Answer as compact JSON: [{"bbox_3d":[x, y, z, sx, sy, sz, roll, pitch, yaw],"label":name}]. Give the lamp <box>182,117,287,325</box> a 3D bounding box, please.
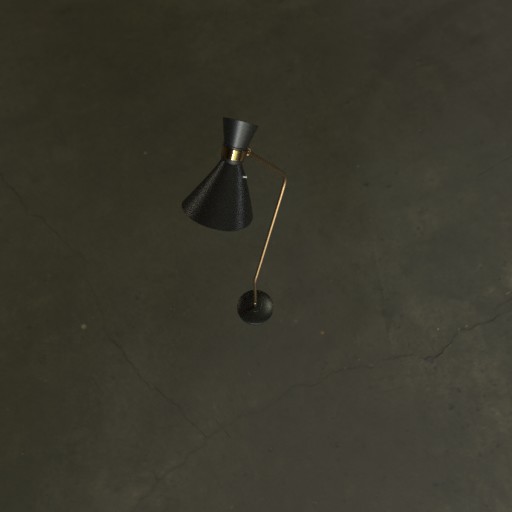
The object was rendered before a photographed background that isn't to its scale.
[{"bbox_3d":[0.000,0.000,1.622,0.467,1.438,0.277,-34,69,-15],"label":"lamp"}]
